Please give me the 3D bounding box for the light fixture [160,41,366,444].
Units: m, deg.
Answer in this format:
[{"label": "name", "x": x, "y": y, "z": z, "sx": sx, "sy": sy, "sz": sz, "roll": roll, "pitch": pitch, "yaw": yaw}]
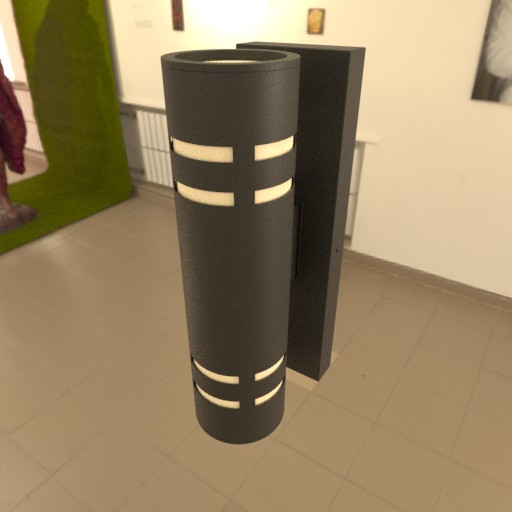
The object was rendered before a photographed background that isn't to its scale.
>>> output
[{"label": "light fixture", "x": 0.000, "y": 0.000, "z": 0.393, "sx": 0.105, "sy": 0.330, "sz": 0.149, "roll": 18, "pitch": 35, "yaw": 29}]
